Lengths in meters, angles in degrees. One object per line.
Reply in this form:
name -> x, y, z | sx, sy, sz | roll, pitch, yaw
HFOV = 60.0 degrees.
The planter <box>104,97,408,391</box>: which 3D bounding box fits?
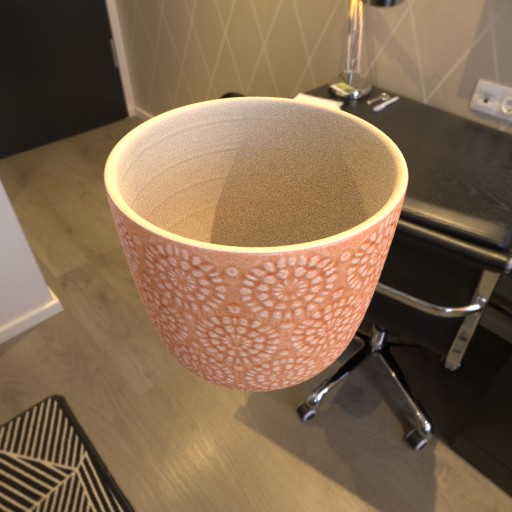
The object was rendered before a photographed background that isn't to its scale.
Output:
planter -> 0.000, 0.000, 0.373 | 0.208, 0.190, 0.208 | 0, 42, 0
